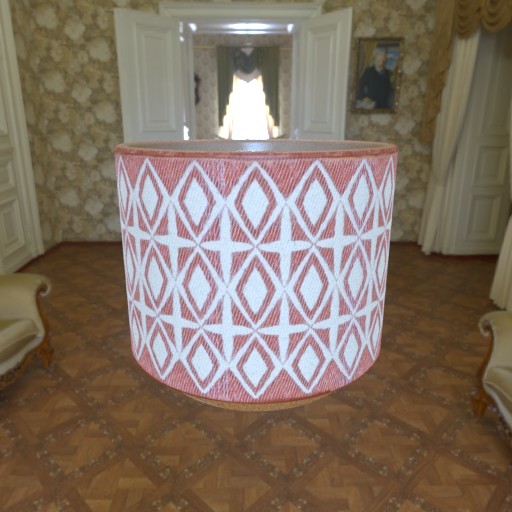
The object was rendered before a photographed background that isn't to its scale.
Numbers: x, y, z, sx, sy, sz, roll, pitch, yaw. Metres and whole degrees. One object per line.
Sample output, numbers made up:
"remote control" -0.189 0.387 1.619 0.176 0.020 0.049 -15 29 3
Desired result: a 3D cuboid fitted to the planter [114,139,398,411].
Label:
"planter" 0.000 0.000 0.479 0.273 0.237 0.273 0 17 0
